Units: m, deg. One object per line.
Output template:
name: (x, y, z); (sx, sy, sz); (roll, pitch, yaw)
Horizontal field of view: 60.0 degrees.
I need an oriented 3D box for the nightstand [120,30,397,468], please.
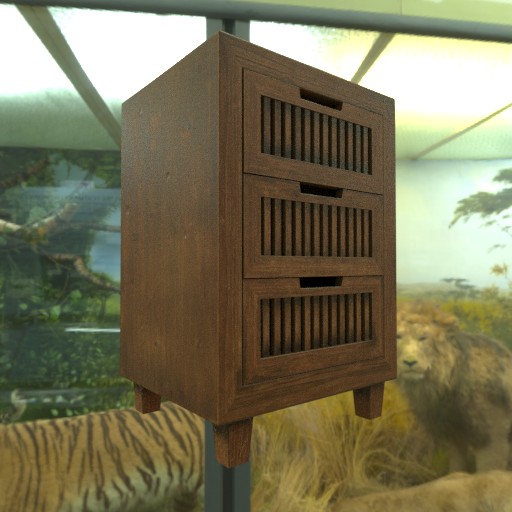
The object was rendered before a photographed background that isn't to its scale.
nightstand: (0.000, 0.000, 0.987); (0.465, 0.695, 0.410); (1, -2, -38)
